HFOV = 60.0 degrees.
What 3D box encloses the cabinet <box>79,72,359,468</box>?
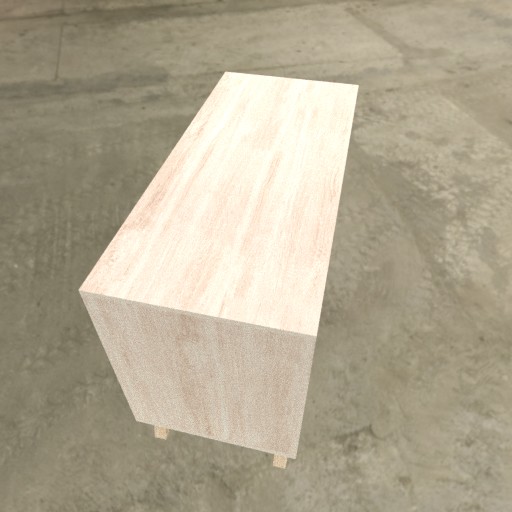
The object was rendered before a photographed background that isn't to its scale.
[{"bbox_3d":[0.000,0.000,1.542,0.500,0.780,1.110,10,46,9],"label":"cabinet"}]
